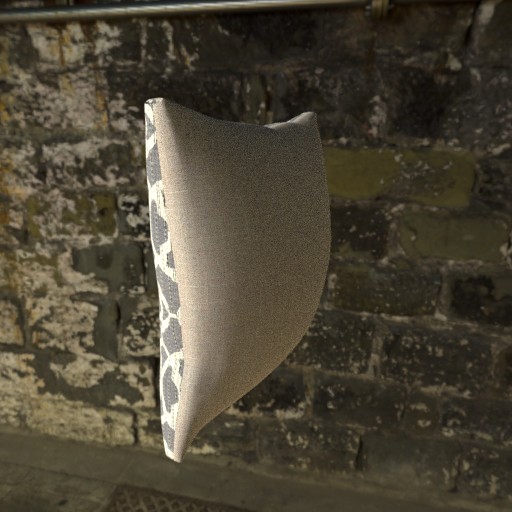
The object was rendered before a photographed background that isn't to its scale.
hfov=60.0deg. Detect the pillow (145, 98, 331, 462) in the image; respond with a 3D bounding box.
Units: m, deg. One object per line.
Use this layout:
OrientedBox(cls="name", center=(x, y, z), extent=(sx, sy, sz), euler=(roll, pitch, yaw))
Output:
OrientedBox(cls="pillow", center=(0.000, 0.000, 0.779), extent=(0.215, 0.498, 0.508), euler=(8, 18, 26))
